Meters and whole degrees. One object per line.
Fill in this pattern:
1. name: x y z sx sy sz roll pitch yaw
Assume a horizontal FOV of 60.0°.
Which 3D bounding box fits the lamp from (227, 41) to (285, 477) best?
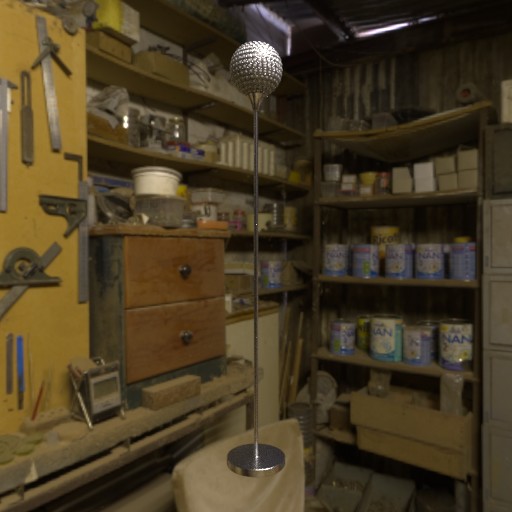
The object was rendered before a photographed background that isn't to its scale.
1. lamp: 0.000 0.000 1.930 0.254 1.805 0.254 0 0 0
